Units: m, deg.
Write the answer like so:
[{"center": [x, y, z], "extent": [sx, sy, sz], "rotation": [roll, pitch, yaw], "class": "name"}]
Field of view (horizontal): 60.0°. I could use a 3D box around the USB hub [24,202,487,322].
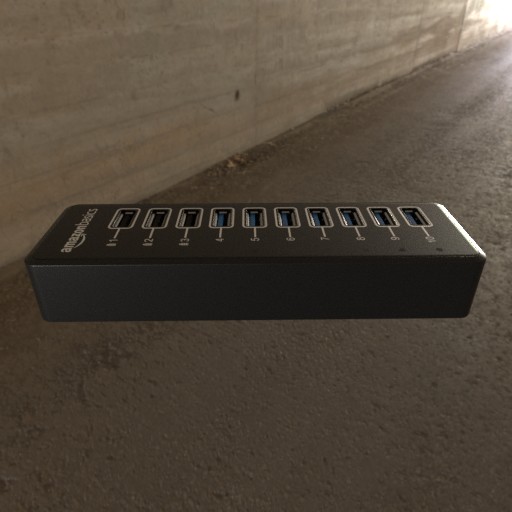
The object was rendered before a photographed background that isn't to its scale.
[{"center": [0.000, 0.000, 0.160], "extent": [0.145, 0.023, 0.044], "rotation": [0, 31, -1], "class": "USB hub"}]
